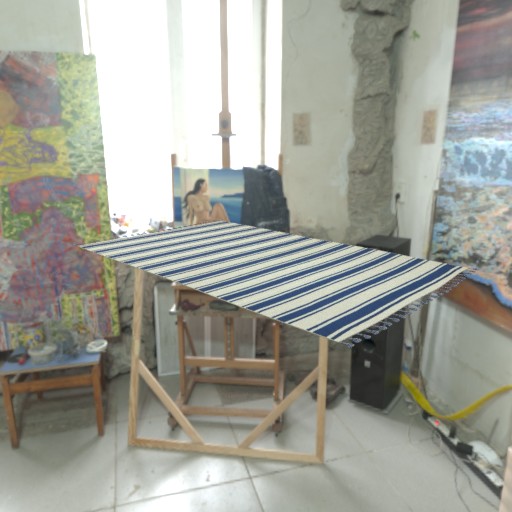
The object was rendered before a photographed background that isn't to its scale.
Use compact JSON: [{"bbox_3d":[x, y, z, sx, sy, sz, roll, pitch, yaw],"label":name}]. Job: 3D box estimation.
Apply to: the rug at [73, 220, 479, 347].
[{"bbox_3d":[0.000,0.000,2.590,2.108,0.009,1.248,14,20,42],"label":"rug"}]
